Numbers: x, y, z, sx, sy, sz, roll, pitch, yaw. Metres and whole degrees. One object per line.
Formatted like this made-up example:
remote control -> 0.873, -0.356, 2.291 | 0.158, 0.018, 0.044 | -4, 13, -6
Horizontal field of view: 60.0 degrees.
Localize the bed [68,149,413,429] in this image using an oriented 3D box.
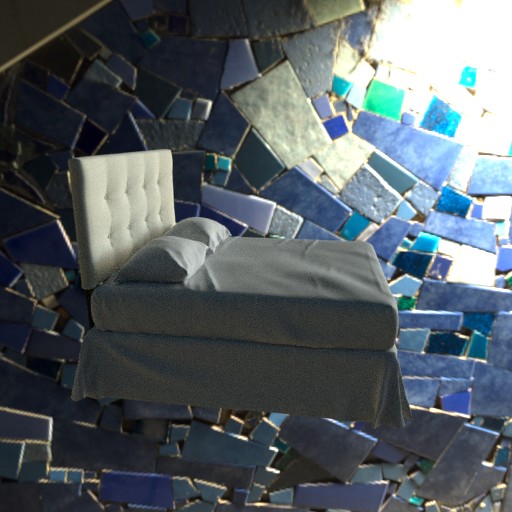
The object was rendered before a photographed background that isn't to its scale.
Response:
bed -> 0.000, 0.000, 3.488 | 2.222, 1.577, 1.936 | 2, 16, 9
